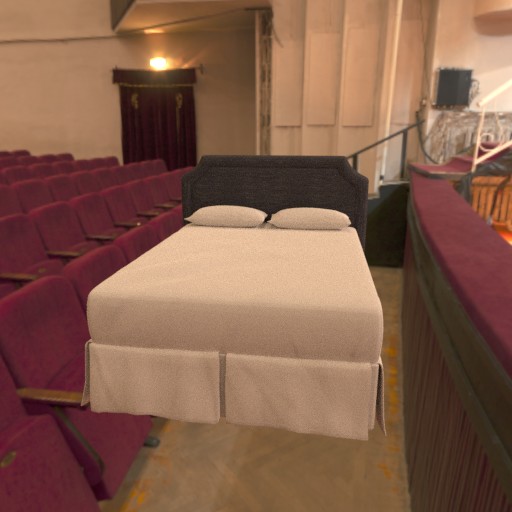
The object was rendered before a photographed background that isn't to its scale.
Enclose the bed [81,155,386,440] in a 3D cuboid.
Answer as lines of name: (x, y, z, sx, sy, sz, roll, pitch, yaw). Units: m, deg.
bed: (0.000, 0.000, 3.117, 1.693, 1.290, 2.116, 2, 16, 8)
